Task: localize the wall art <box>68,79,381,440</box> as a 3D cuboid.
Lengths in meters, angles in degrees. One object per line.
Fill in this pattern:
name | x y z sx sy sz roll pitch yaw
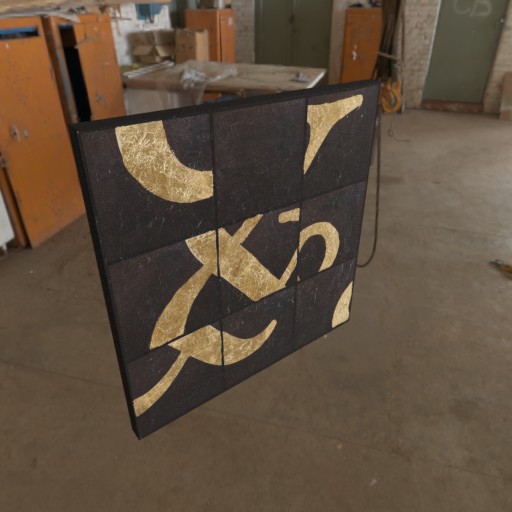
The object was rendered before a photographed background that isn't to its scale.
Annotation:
wall art | 0.000 0.000 1.111 0.758 0.758 0.044 -21 37 -32
